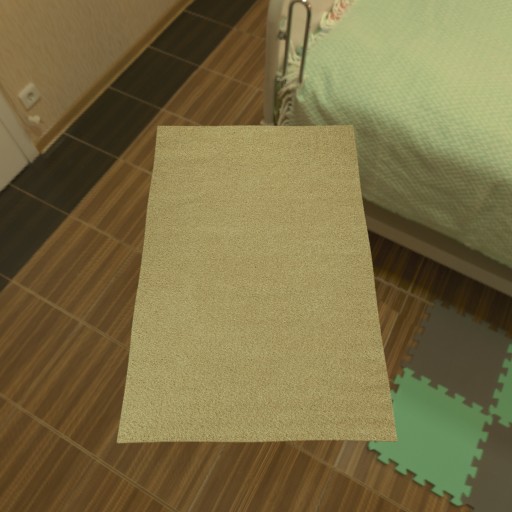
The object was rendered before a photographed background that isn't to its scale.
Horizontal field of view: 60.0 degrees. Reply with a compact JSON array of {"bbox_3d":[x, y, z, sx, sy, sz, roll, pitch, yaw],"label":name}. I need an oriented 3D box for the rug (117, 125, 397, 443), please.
[{"bbox_3d":[0.000,0.000,3.468,1.800,0.025,2.699,0,63,0],"label":"rug"}]
